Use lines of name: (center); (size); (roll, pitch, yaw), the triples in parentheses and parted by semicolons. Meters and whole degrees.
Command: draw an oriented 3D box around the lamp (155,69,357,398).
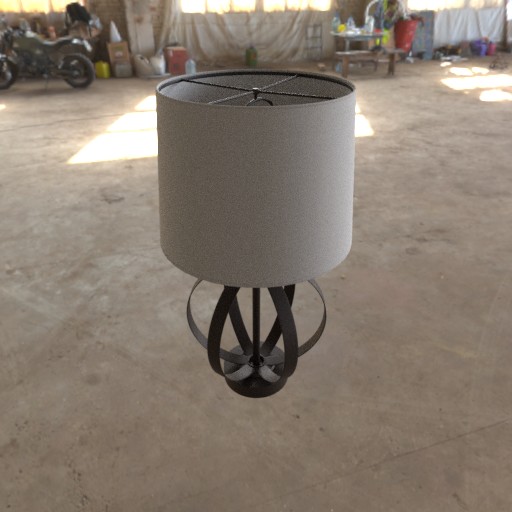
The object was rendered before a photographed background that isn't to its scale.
lamp: (0.000, 0.000, 0.696); (0.286, 0.510, 0.286); (0, 31, 0)
